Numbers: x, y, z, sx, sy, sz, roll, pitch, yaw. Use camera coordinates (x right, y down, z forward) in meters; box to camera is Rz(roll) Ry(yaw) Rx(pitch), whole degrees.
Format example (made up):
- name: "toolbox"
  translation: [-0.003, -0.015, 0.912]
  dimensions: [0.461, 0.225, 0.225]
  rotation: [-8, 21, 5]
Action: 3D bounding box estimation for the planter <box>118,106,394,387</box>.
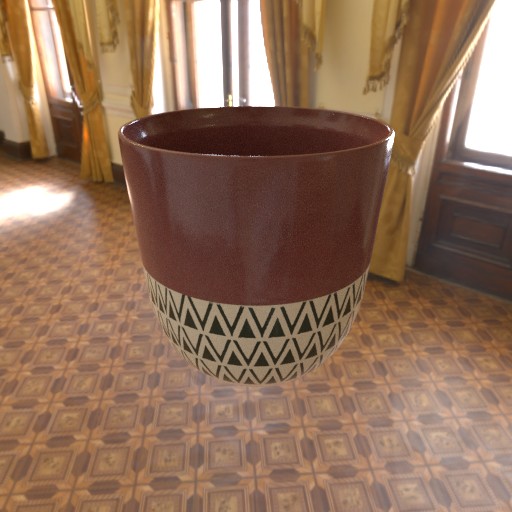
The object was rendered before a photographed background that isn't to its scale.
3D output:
- name: "planter"
  translation: [0.000, 0.000, 0.371]
  dimensions: [0.195, 0.214, 0.195]
  rotation: [0, 26, 0]
